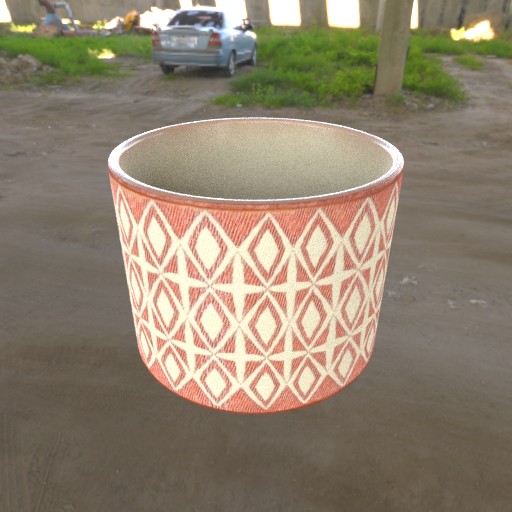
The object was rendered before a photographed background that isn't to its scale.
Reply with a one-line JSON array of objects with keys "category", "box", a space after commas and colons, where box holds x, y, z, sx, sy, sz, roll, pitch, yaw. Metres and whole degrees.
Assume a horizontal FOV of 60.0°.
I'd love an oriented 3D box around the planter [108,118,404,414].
[{"category": "planter", "box": [0.000, 0.000, 0.482, 0.273, 0.237, 0.273, 0, 29, 0]}]
